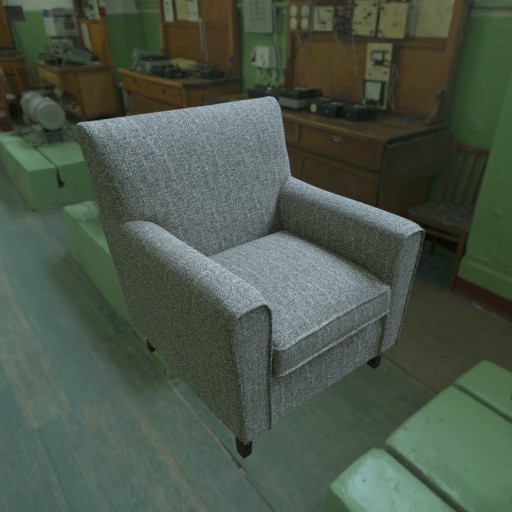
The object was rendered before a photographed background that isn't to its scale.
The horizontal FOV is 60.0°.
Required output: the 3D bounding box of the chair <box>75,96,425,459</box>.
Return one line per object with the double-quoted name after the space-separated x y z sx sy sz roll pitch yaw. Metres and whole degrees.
0.000 0.000 1.626 0.864 0.928 0.873 -21 35 -33 "chair"
